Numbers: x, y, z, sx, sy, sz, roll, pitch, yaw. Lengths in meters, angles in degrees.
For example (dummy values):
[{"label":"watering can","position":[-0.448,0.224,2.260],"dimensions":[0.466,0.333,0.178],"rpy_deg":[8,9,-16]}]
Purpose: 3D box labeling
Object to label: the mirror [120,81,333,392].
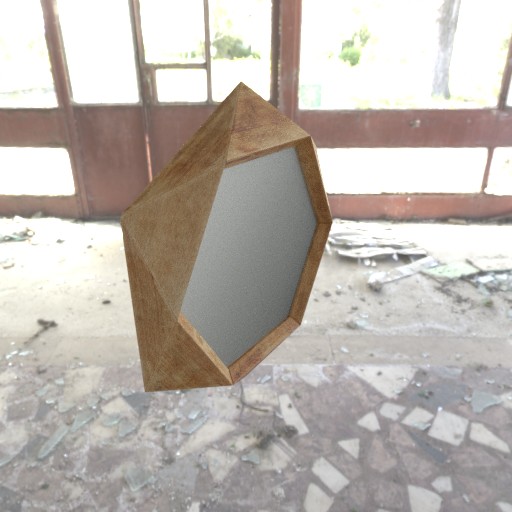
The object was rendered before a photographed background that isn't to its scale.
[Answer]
[{"label":"mirror","position":[0.000,0.000,1.061],"dimensions":[0.091,0.779,0.675],"rpy_deg":[18,31,32]}]
